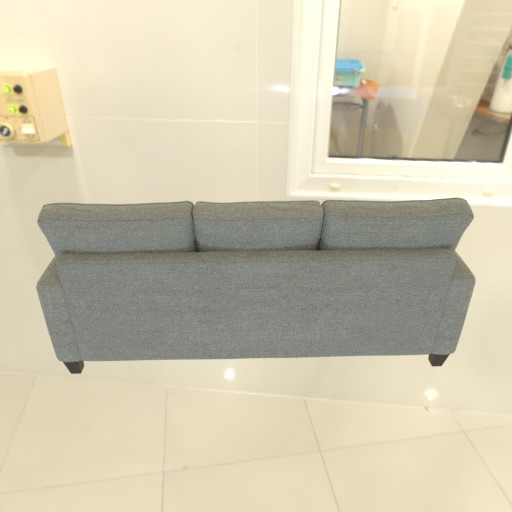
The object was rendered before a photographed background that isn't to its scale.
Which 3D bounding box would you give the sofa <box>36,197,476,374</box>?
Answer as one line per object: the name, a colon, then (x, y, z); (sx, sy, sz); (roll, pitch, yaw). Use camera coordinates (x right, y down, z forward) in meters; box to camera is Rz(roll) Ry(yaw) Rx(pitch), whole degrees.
sofa: (0.000, 0.000, 2.578); (2.158, 0.965, 0.951); (-1, 30, -1)
